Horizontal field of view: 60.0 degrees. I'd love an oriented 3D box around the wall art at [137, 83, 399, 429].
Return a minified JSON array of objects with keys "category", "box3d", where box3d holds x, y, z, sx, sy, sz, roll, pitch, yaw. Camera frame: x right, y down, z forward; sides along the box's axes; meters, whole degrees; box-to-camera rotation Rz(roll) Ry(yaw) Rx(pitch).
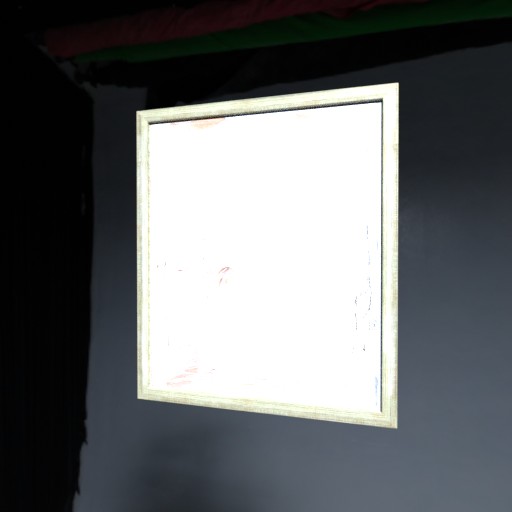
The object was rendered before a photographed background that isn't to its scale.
[{"category":"wall art","box3d":[0.000,0.000,0.792,0.483,0.559,0.009,0,1,18]}]
